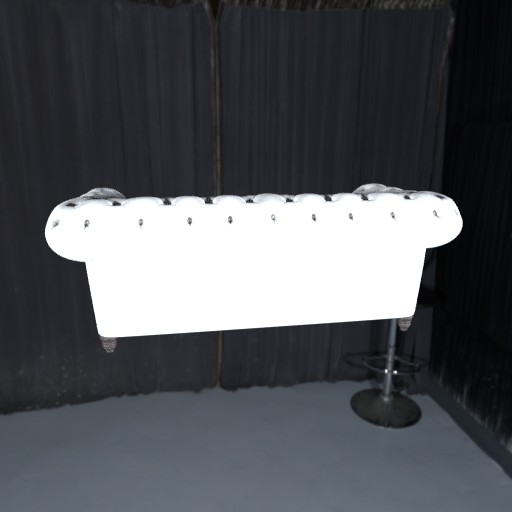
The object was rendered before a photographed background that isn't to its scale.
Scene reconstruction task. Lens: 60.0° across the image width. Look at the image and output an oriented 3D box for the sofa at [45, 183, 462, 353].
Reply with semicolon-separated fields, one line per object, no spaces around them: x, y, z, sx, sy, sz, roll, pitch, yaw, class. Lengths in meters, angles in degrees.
0.000;0.000;2.471;1.998;0.764;0.986;-2;14;-9;sofa
